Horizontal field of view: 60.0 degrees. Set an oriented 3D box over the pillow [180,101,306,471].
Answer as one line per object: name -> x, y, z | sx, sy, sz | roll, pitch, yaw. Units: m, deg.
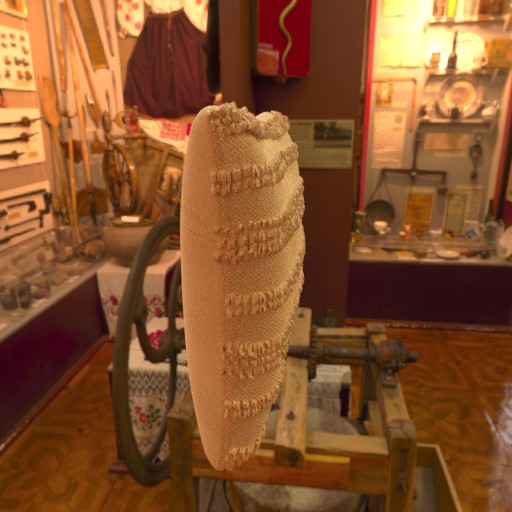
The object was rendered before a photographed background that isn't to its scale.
pillow -> 0.000, 0.000, 0.664 | 0.145, 0.427, 0.437 | 3, 18, 9
